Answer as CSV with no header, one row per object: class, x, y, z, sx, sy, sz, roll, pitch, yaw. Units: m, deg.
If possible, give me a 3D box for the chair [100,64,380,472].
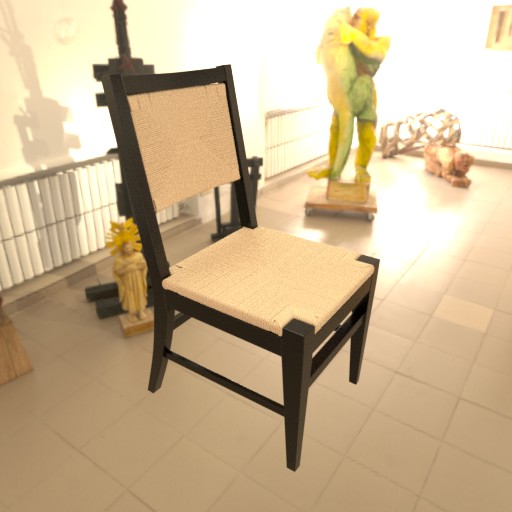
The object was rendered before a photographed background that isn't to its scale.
chair,0.000,0.000,1.210,0.552,0.927,0.437,17,32,31
